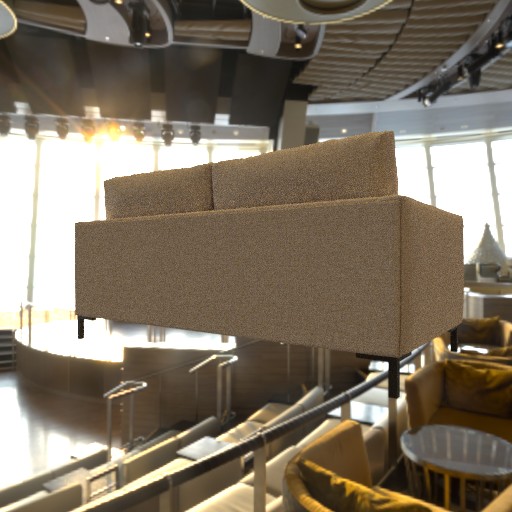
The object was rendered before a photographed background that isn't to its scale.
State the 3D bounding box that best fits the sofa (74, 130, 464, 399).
[{"bbox_3d":[0.000,0.000,2.041,1.651,0.812,0.839,0,0,36],"label":"sofa"}]
